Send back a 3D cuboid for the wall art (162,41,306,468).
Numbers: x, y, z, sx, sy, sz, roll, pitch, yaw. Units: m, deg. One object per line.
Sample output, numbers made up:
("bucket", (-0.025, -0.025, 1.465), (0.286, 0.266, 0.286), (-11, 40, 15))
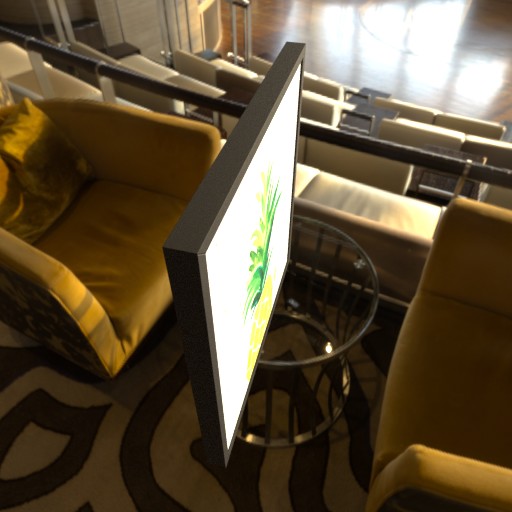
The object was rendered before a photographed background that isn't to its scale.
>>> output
("wall art", (0.000, 0.000, 0.739), (0.033, 0.507, 0.508), (11, 46, 11))
